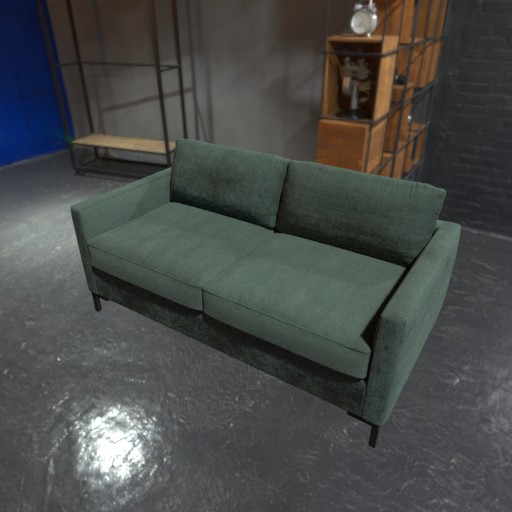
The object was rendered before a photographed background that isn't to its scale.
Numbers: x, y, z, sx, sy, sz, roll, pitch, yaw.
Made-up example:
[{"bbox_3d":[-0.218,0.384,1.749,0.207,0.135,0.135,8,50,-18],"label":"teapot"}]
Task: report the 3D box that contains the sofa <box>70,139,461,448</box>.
[{"bbox_3d":[0.000,0.000,2.170,1.676,0.817,0.875,18,34,28],"label":"sofa"}]
